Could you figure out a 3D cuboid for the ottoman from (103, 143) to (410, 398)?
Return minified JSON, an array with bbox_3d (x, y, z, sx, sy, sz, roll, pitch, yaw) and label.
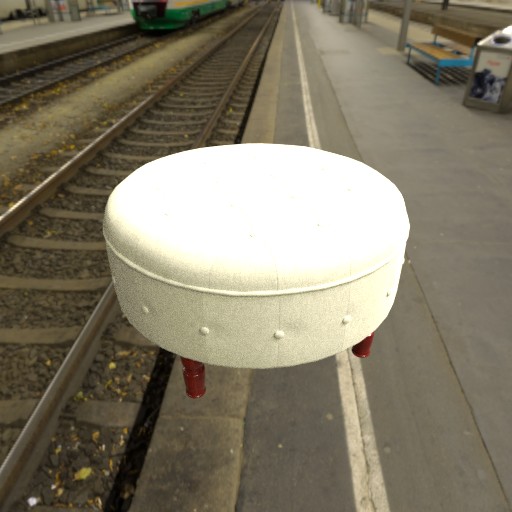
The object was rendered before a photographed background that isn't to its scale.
[{"bbox_3d":[0.000,0.000,1.363,0.850,0.483,0.850,0,31,0],"label":"ottoman"}]
